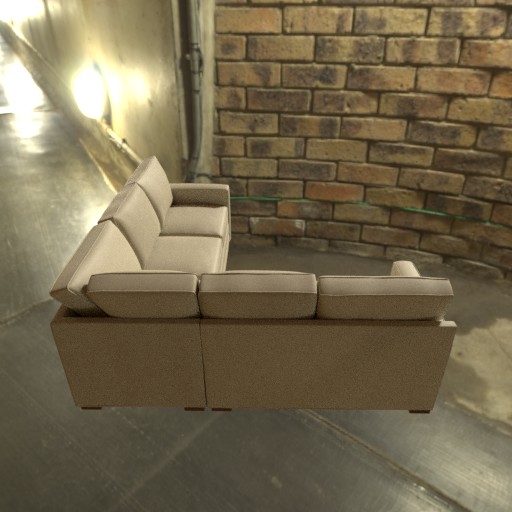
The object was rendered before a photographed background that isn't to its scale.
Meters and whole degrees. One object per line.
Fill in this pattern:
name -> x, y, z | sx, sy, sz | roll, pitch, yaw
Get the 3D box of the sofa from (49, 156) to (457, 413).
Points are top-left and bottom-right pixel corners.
sofa -> 0.000, 0.000, 3.397 | 2.182, 0.939, 2.189 | 0, 31, 1
